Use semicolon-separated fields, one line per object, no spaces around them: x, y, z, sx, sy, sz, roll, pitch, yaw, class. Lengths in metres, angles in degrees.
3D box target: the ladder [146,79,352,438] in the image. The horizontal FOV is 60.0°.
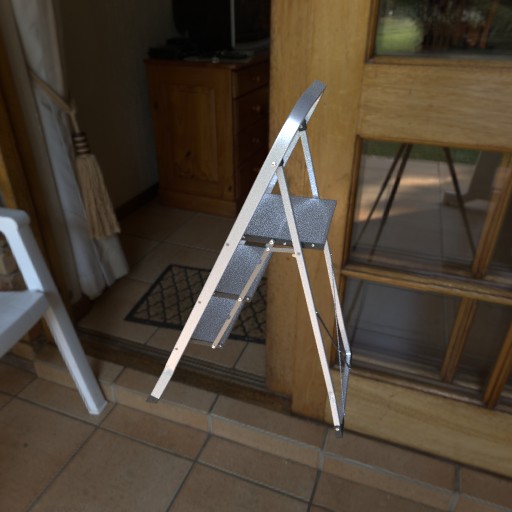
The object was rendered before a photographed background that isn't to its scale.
0.000;0.000;1.448;0.704;1.070;0.465;8;31;13;ladder
